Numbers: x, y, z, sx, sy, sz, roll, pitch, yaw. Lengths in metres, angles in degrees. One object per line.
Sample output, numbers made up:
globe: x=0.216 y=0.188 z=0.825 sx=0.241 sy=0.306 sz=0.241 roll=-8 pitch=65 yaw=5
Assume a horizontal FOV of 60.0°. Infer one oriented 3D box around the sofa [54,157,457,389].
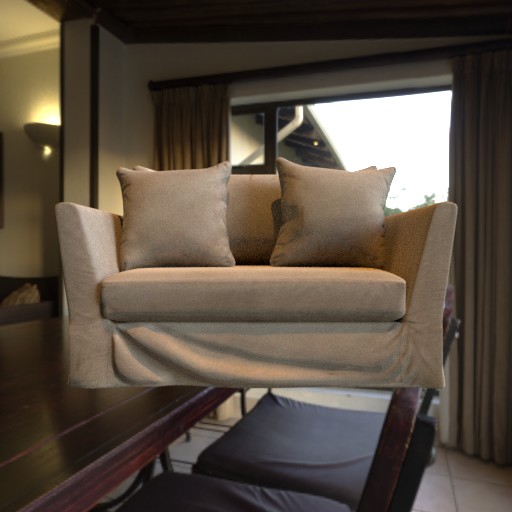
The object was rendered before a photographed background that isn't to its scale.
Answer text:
sofa: x=0.000 y=0.000 z=2.239 sx=1.608 sy=1.040 sz=1.035 roll=0 pitch=1 yaw=0
